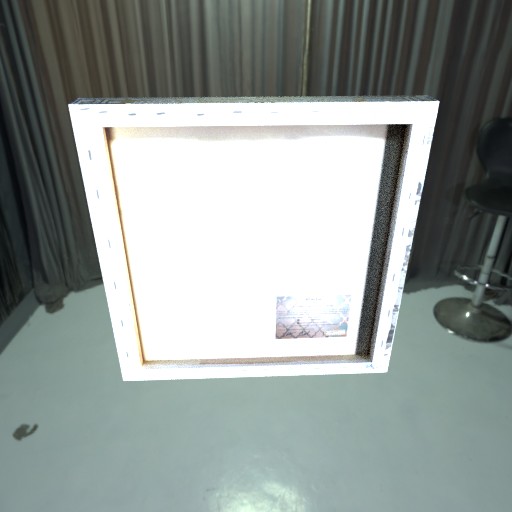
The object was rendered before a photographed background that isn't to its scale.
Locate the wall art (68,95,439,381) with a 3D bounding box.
[{"bbox_3d":[0.000,0.000,0.606,0.411,0.410,0.038,-1,29,-2],"label":"wall art"}]
